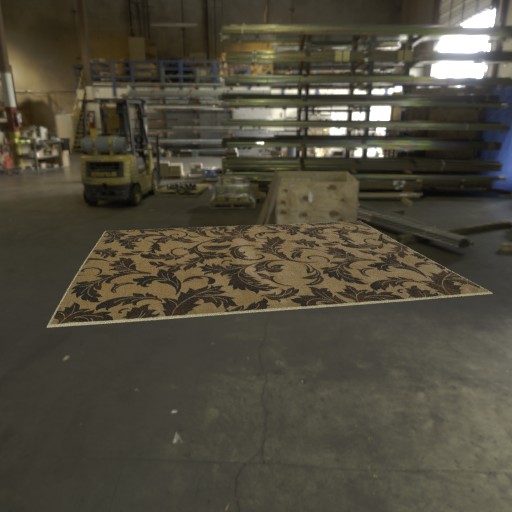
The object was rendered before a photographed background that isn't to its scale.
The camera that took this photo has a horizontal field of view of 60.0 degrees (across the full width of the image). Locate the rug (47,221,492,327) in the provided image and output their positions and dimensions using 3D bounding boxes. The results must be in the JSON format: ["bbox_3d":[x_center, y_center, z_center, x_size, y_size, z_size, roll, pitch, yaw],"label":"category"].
[{"bbox_3d":[0.000,0.000,3.984,2.977,0.008,2.380,-3,17,-10],"label":"rug"}]
